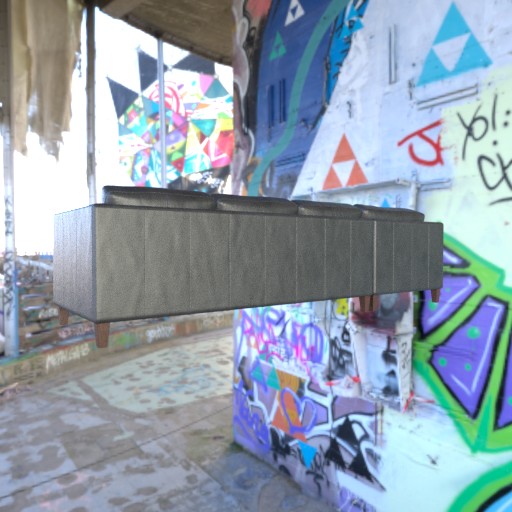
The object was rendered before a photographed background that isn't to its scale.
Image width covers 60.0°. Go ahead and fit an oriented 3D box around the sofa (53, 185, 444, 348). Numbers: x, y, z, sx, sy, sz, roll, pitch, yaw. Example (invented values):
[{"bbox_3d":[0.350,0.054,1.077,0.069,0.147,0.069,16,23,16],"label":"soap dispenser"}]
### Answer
[{"bbox_3d":[0.000,0.000,3.822,3.203,0.883,1.581,-1,2,-36],"label":"sofa"}]
